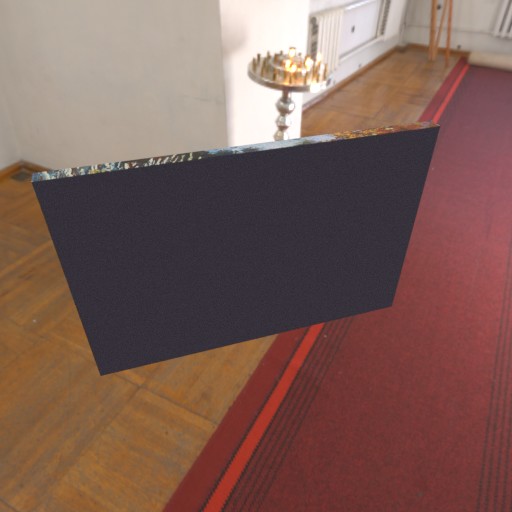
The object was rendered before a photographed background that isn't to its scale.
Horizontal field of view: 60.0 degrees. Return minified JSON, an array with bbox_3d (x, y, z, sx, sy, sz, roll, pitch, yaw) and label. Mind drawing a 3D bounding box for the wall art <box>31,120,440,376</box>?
[{"bbox_3d":[0.000,0.000,1.152,0.908,0.604,0.037,-11,40,-13],"label":"wall art"}]
